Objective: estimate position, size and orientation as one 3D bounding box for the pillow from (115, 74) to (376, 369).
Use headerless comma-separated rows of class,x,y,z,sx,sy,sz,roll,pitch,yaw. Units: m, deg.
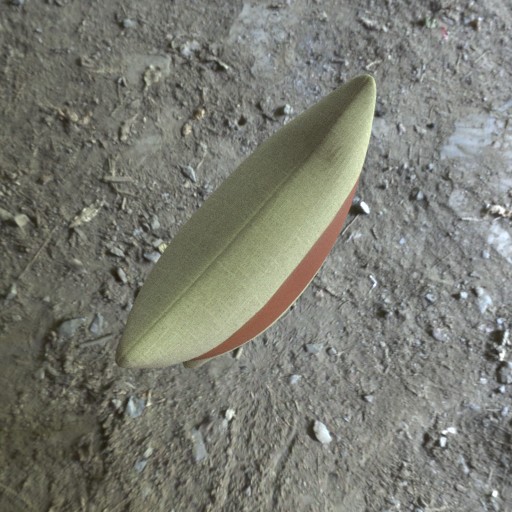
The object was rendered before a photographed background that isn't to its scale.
pillow,0.000,0.000,0.651,0.173,0.399,0.414,39,78,9
